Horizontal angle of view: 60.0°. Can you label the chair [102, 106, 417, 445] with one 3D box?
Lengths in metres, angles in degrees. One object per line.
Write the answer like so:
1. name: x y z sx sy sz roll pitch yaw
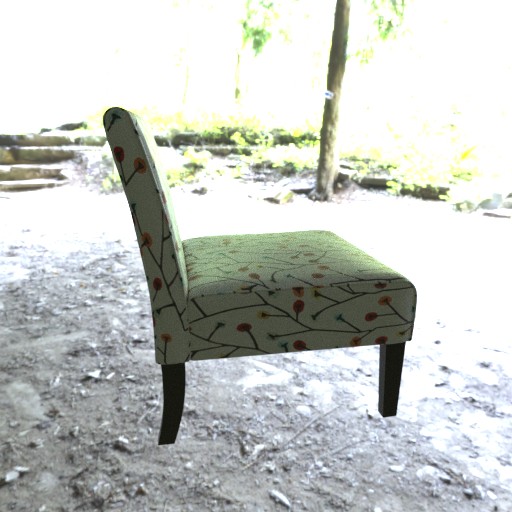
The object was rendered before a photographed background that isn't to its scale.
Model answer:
1. chair: 0.000 0.000 1.315 0.732 0.813 0.597 -3 16 -11
